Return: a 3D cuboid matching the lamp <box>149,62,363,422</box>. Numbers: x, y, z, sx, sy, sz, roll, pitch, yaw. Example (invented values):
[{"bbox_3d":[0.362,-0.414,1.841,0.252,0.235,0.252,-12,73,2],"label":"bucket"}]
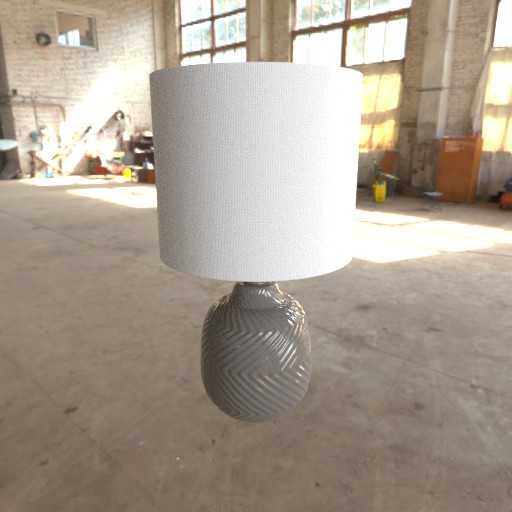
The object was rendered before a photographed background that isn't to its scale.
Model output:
[{"bbox_3d":[0.000,0.000,0.488,0.207,0.366,0.207,-7,17,-25],"label":"lamp"}]
